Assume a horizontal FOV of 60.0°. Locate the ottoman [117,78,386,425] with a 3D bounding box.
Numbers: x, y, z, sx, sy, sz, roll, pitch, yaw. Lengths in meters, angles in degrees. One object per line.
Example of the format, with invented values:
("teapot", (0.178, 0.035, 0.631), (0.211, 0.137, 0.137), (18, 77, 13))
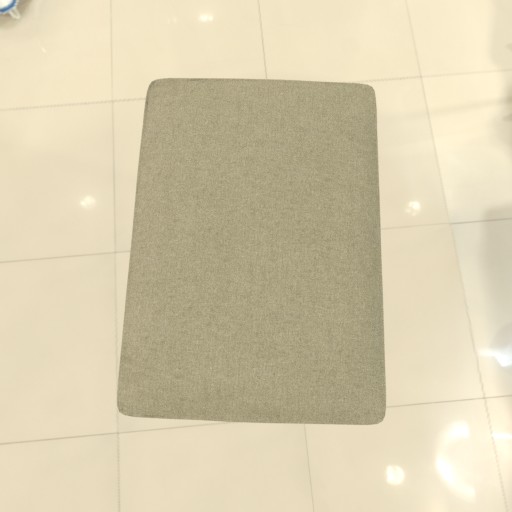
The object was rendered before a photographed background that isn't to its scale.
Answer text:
("ottoman", (0.000, 0.000, 1.238), (0.611, 0.508, 0.848), (2, 77, 0))
